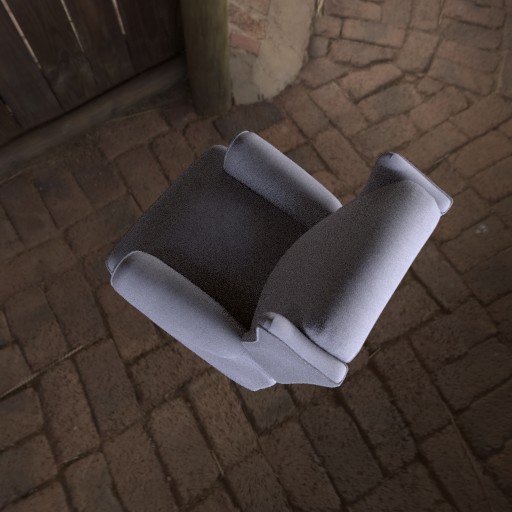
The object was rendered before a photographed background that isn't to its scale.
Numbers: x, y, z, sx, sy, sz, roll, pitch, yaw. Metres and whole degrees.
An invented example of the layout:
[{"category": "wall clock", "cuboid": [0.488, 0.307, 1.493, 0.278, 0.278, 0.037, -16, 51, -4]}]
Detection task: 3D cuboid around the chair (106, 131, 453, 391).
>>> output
[{"category": "chair", "cuboid": [0.000, 0.000, 1.688, 0.969, 1.011, 0.847, 33, 69, 14]}]
